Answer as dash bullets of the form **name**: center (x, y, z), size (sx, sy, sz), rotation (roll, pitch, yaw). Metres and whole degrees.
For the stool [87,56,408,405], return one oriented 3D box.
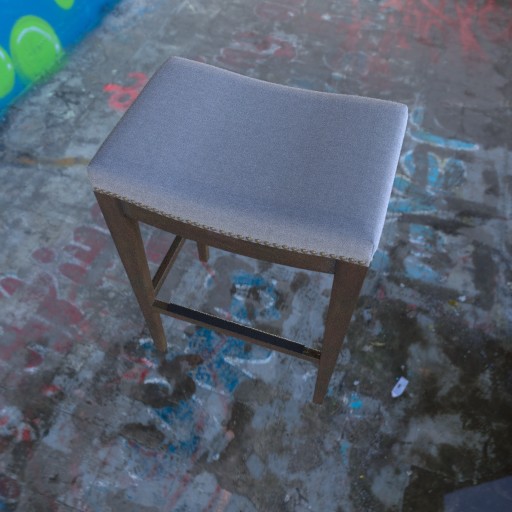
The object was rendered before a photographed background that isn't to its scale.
- **stool**: center (0.000, 0.000, 1.054), size (0.508, 0.762, 0.356), rotation (16, 58, 10)
